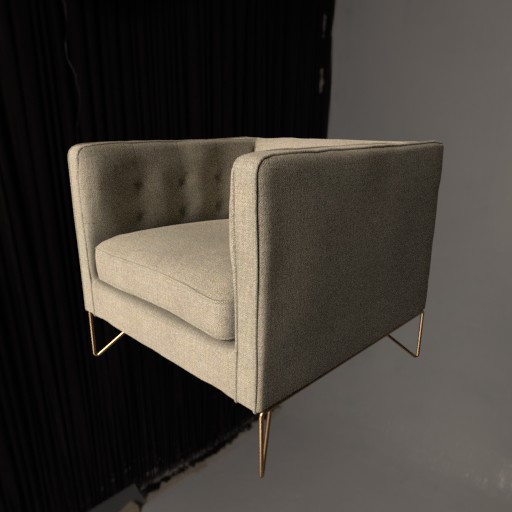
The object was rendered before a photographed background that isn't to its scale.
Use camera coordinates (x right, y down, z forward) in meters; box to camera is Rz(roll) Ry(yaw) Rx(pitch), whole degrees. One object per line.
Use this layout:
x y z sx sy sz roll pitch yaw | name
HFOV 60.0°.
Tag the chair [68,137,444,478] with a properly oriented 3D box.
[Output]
0.000 0.000 1.579 0.920 0.799 0.912 15 22 42 | chair
